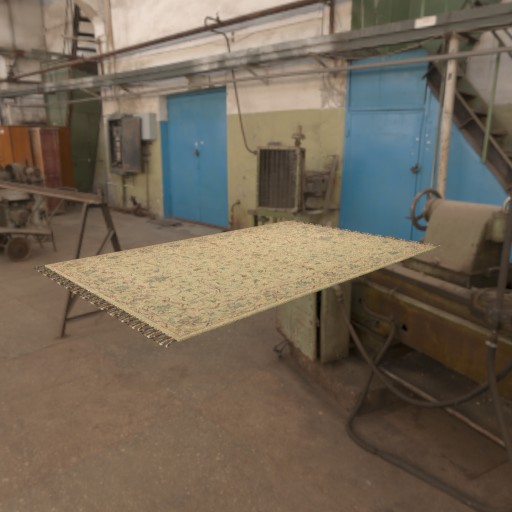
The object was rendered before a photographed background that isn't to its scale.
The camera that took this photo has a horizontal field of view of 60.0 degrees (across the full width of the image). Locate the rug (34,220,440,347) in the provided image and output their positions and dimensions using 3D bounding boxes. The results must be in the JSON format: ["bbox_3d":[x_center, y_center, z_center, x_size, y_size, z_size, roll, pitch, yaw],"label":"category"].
[{"bbox_3d":[0.000,0.000,3.068,2.435,0.010,1.544,-14,20,-42],"label":"rug"}]
